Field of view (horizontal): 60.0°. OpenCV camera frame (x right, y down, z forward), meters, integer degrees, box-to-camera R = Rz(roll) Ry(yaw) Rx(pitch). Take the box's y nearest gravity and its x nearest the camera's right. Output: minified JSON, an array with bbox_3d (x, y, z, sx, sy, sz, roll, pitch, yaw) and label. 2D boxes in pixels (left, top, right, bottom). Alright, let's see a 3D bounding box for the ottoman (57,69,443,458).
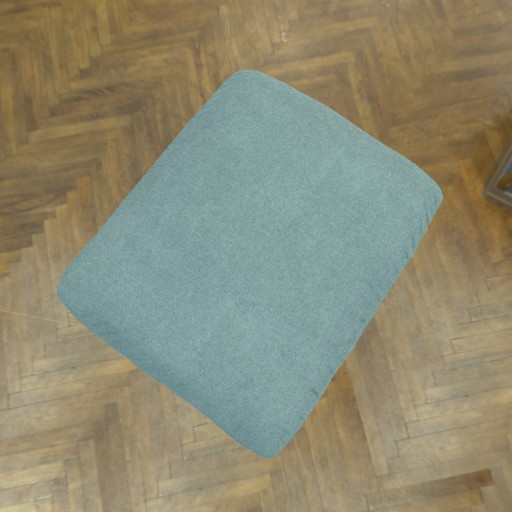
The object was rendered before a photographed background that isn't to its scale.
[{"bbox_3d":[0.000,0.000,1.240,0.683,0.481,0.837,35,79,8],"label":"ottoman"}]
